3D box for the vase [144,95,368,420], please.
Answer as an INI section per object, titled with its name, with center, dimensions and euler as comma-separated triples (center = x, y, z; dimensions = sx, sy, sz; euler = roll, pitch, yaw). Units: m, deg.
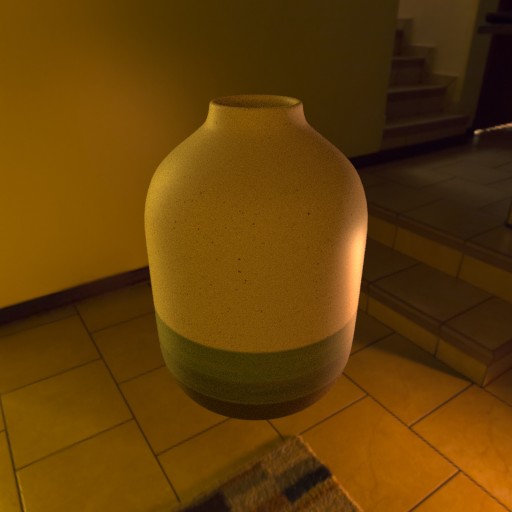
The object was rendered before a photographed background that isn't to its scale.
[vase]
center = 0.000, 0.000, 0.360
dimensions = 0.169, 0.240, 0.169
euler = 0, 27, 0
